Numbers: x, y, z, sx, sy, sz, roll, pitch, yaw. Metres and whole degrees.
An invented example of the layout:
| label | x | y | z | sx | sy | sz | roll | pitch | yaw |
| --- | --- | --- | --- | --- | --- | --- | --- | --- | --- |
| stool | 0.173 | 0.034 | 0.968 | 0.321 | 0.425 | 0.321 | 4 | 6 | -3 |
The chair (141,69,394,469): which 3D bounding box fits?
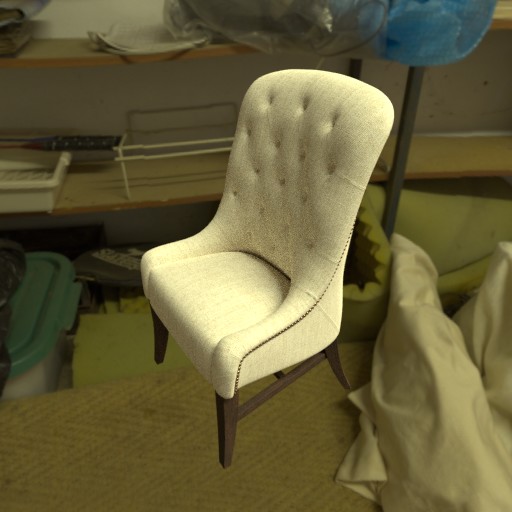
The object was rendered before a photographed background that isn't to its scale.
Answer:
| label | x | y | z | sx | sy | sz | roll | pitch | yaw |
| --- | --- | --- | --- | --- | --- | --- | --- | --- | --- |
| chair | 0.000 | 0.000 | 1.474 | 0.629 | 1.091 | 0.634 | -19 | 36 | -28 |
